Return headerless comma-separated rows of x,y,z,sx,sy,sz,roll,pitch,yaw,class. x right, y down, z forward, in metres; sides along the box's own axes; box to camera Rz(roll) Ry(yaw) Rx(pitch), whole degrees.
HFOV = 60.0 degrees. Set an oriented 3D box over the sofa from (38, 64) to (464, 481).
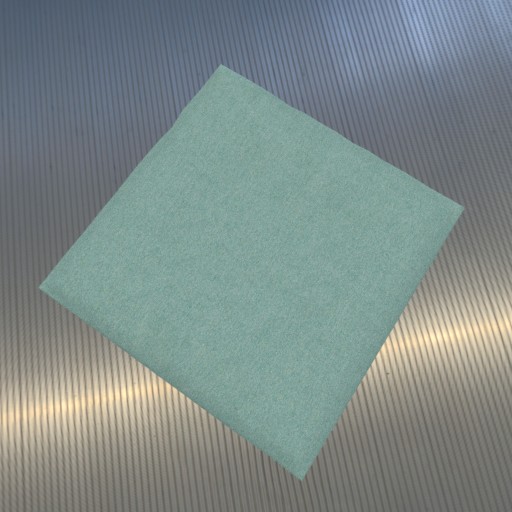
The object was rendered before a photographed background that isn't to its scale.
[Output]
0.000,0.000,1.422,0.930,0.330,0.930,33,78,8,sofa
